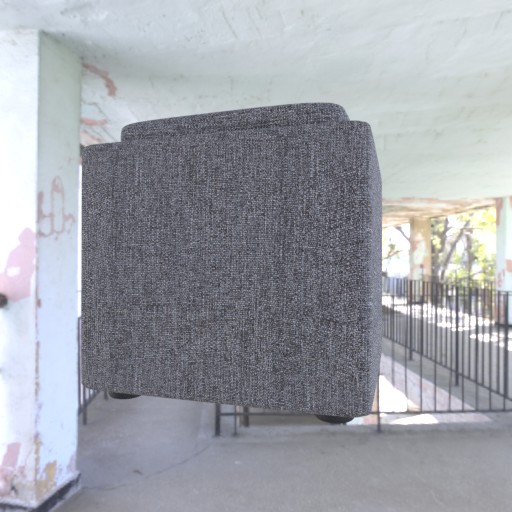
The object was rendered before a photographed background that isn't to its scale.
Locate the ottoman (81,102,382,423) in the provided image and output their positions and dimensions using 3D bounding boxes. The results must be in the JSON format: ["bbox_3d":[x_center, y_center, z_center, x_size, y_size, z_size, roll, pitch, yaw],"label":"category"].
[{"bbox_3d":[0.000,0.000,0.842,0.450,0.460,0.450,0,0,18],"label":"ottoman"}]
